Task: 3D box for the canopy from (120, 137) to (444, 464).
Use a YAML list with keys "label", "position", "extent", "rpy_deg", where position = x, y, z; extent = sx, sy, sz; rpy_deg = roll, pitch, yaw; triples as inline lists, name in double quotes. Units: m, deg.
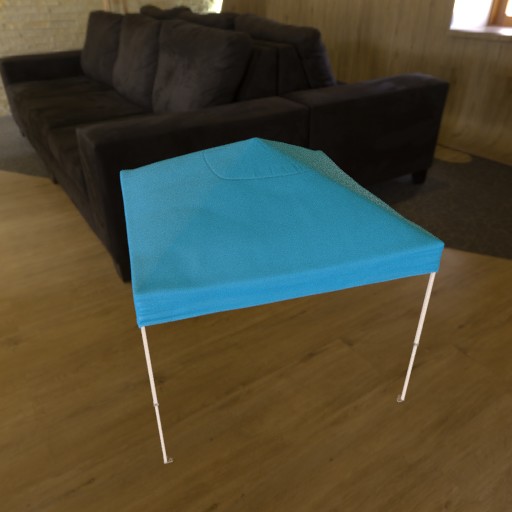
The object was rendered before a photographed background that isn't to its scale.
- label: "canopy"
  position: [0.000, 0.000, 5.573]
  extent: [2.998, 2.997, 2.996]
  rpy_deg: [-9, 33, -14]
